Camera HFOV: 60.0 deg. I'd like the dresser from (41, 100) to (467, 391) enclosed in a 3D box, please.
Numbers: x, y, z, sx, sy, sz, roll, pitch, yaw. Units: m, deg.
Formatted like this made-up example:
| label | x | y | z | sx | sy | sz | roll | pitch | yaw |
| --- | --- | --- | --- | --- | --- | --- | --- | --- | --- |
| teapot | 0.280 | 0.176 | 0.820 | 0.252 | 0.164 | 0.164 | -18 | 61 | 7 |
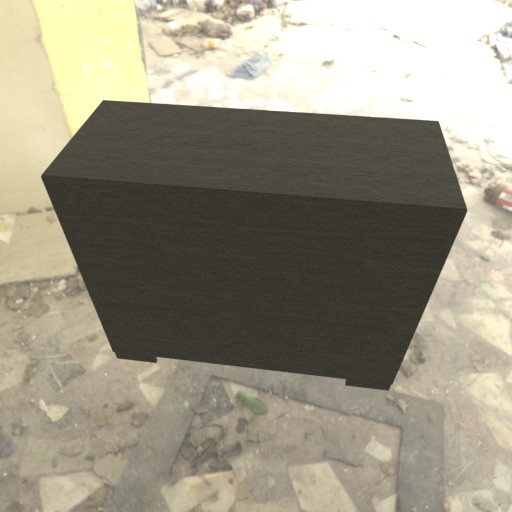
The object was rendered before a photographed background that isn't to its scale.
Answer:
| label | x | y | z | sx | sy | sz | roll | pitch | yaw |
| --- | --- | --- | --- | --- | --- | --- | --- | --- | --- |
| dresser | 0.000 | 0.000 | 1.451 | 0.994 | 0.816 | 0.404 | 5 | 45 | 5 |
